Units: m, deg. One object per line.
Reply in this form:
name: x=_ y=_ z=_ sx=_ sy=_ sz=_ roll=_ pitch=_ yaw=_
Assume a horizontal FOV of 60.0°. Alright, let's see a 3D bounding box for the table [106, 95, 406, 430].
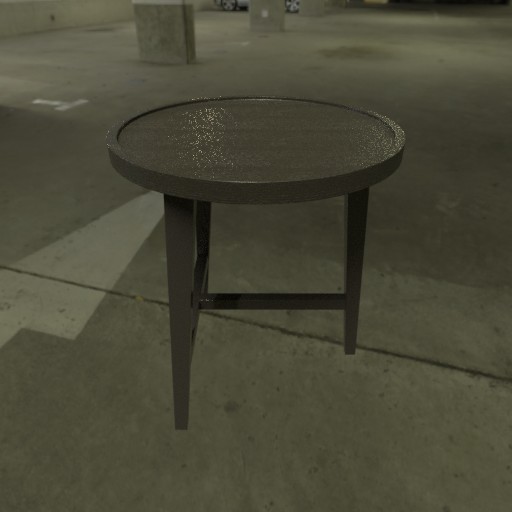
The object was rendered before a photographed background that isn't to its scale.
table: x=0.000 y=0.000 z=0.910 sx=0.500 sy=0.531 sz=0.500 roll=0 pitch=32 yaw=0
